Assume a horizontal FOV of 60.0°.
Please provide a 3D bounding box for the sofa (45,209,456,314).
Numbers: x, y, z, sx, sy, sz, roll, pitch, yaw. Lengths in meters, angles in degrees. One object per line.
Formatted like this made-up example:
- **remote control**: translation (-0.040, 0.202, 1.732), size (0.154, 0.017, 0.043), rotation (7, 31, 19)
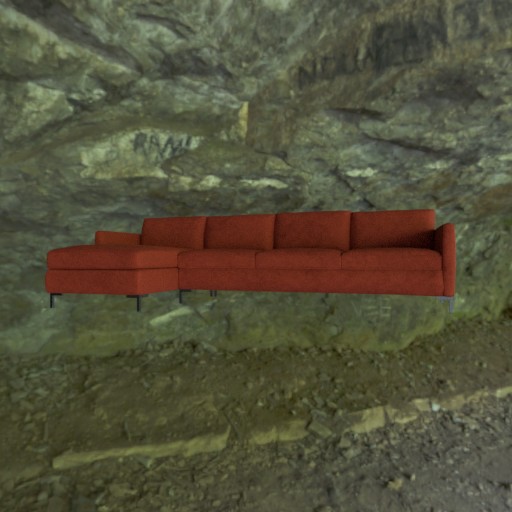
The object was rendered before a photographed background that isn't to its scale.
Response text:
- **sofa**: translation (0.000, 0.000, 2.957), size (2.467, 0.663, 1.136), rotation (0, 0, 18)
